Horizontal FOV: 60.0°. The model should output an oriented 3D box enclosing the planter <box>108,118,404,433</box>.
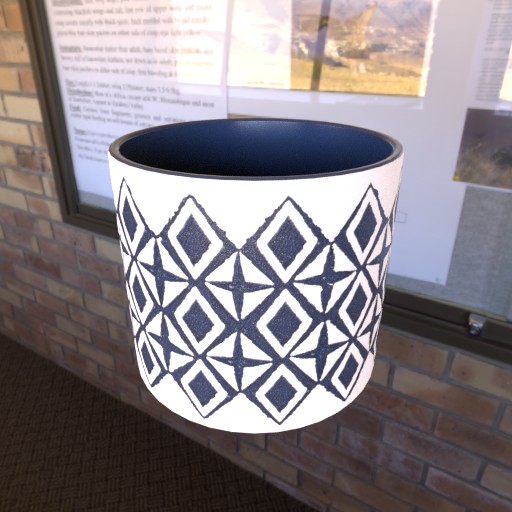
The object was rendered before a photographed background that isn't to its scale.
[{"bbox_3d":[0.000,0.000,0.317,0.182,0.165,0.182,0,26,0],"label":"planter"}]
